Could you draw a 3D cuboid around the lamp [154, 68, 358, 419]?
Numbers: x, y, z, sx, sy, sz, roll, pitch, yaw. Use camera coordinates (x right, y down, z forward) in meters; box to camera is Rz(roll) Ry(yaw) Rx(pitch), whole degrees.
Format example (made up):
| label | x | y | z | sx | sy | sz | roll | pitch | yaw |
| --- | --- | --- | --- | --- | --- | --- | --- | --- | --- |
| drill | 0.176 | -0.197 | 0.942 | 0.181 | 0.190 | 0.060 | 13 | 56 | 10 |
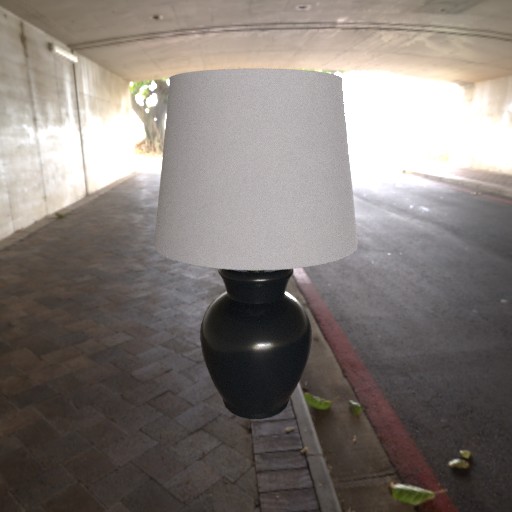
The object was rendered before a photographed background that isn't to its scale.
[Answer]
| label | x | y | z | sx | sy | sz | roll | pitch | yaw |
| --- | --- | --- | --- | --- | --- | --- | --- | --- | --- |
| lamp | 0.000 | 0.000 | 0.539 | 0.239 | 0.399 | 0.239 | 0 | 16 | 0 |
